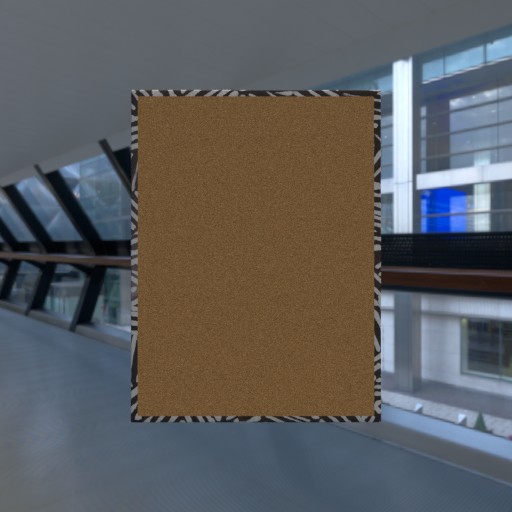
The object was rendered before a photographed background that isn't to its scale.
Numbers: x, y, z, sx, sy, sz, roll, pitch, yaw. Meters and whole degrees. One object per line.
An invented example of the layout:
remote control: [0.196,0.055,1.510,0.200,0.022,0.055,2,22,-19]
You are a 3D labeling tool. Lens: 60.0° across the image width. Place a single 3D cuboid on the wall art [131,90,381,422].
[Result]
wall art: [0.000,0.000,1.372,0.765,1.017,0.038,0,0,0]
